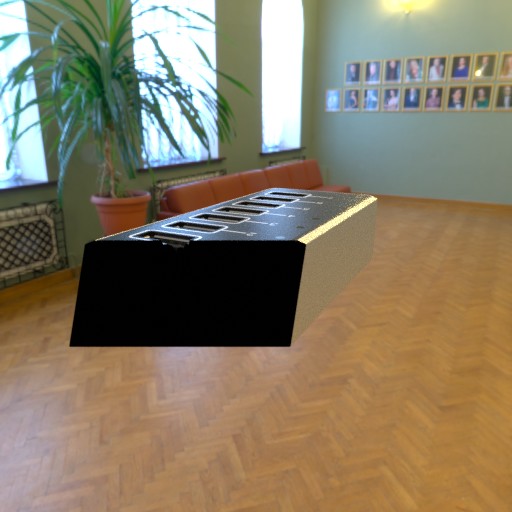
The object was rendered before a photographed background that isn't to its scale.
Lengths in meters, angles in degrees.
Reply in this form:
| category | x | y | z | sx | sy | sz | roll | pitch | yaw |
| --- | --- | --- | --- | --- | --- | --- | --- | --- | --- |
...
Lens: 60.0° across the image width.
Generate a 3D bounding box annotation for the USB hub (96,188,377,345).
| category | x | y | z | sx | sy | sz | roll | pitch | yaw |
| --- | --- | --- | --- | --- | --- | --- | --- | --- | --- |
| USB hub | 0.000 | 0.000 | 0.128 | 0.044 | 0.023 | 0.110 | 9 | 19 | 27 |
